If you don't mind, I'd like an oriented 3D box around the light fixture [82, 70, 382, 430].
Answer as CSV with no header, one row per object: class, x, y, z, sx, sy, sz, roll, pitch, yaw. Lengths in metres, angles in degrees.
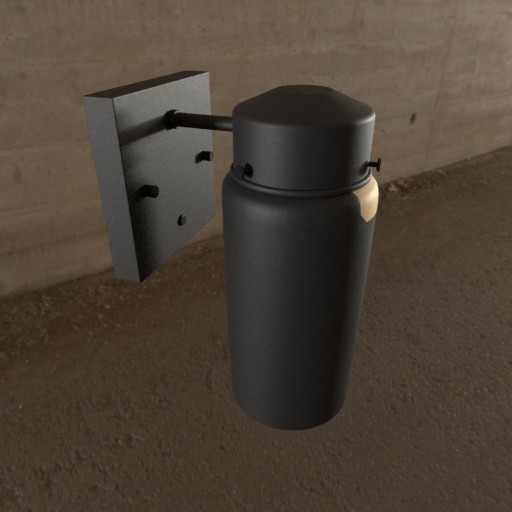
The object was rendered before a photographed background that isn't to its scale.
light fixture,0.000,0.000,0.356,0.176,0.257,0.130,10,31,18
